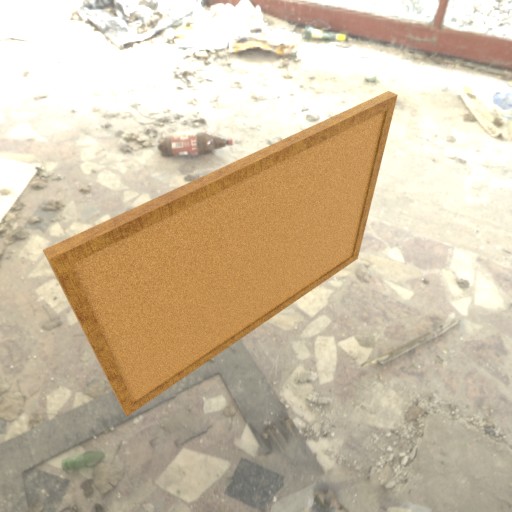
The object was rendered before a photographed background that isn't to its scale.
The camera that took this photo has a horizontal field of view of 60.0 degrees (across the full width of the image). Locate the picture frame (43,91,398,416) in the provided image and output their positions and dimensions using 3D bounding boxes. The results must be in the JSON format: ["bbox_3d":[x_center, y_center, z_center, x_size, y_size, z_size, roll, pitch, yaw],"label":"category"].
[{"bbox_3d":[0.000,0.000,1.179,0.922,0.621,0.029,-31,54,-26],"label":"picture frame"}]
